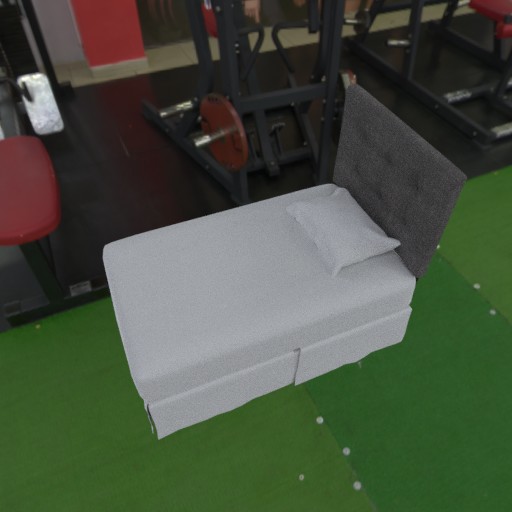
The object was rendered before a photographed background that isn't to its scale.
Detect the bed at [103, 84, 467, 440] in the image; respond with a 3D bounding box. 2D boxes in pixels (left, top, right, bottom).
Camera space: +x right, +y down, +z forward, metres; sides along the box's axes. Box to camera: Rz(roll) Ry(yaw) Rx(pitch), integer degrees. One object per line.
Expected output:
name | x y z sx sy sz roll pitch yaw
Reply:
bed | 0.000 0.000 3.011 1.997 1.571 1.261 -17 50 -15
